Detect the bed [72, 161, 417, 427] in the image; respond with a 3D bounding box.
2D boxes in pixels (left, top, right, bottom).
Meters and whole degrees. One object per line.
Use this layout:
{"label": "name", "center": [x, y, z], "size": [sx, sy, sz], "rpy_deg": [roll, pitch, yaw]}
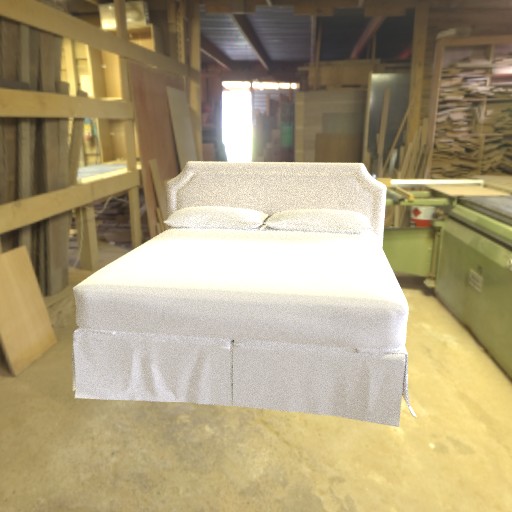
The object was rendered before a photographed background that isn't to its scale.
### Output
{"label": "bed", "center": [0.000, 0.000, 3.440], "size": [2.160, 1.301, 2.204], "rpy_deg": [2, 16, 9]}
